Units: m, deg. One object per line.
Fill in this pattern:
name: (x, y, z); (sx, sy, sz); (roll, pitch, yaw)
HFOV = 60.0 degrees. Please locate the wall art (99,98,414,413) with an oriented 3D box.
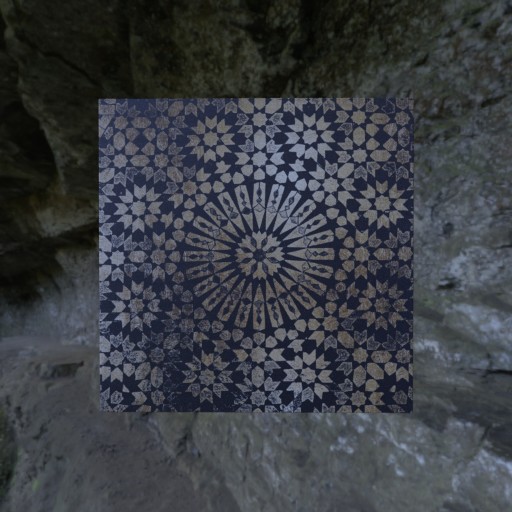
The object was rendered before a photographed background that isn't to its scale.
wall art: (0.000, 0.000, 0.880); (0.612, 0.612, 0.038); (0, 1, 1)
